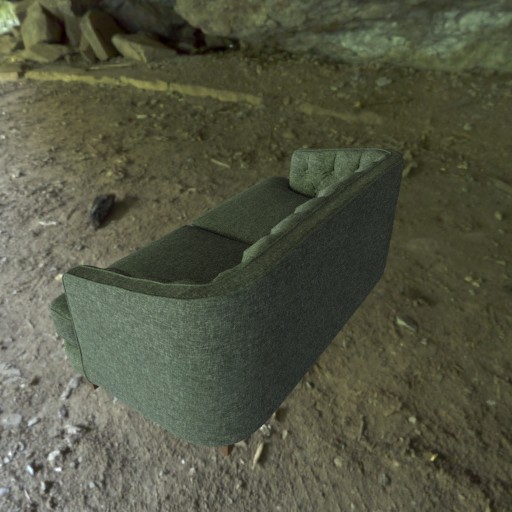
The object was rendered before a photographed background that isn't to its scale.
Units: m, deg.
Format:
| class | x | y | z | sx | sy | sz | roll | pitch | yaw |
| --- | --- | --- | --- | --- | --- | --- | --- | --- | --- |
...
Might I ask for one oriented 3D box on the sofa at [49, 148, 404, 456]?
| class | x | y | z | sx | sy | sz | roll | pitch | yaw |
| --- | --- | --- | --- | --- | --- | --- | --- | --- | --- |
| sofa | 0.000 | 0.000 | 2.200 | 0.941 | 0.855 | 1.733 | 20 | 37 | 29 |
